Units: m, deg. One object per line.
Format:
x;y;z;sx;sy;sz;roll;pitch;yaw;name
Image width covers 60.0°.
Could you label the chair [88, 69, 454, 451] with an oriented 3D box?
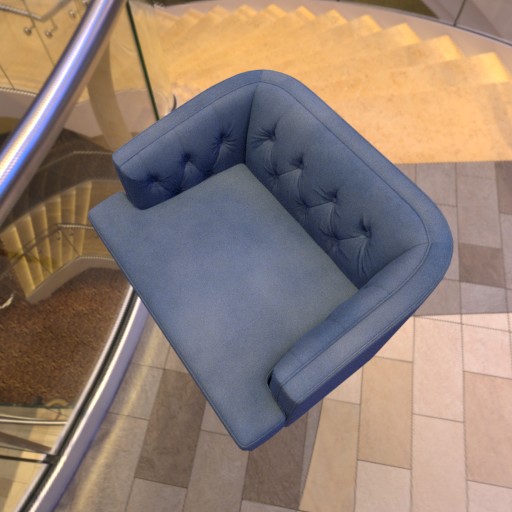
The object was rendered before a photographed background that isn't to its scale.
0.000;0.000;1.746;0.914;0.787;1.118;-33;67;-16;chair
